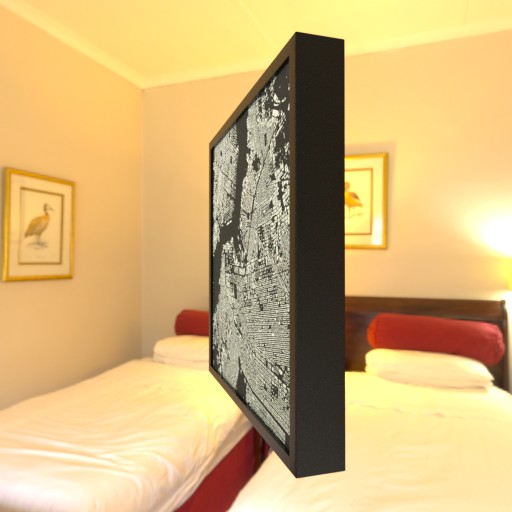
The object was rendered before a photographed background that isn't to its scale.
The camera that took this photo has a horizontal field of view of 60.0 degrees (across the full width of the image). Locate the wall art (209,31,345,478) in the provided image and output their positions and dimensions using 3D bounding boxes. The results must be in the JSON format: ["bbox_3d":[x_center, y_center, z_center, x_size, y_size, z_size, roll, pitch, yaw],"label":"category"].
[{"bbox_3d":[0.000,0.000,0.444,0.037,0.299,0.299,0,-1,-17],"label":"wall art"}]
